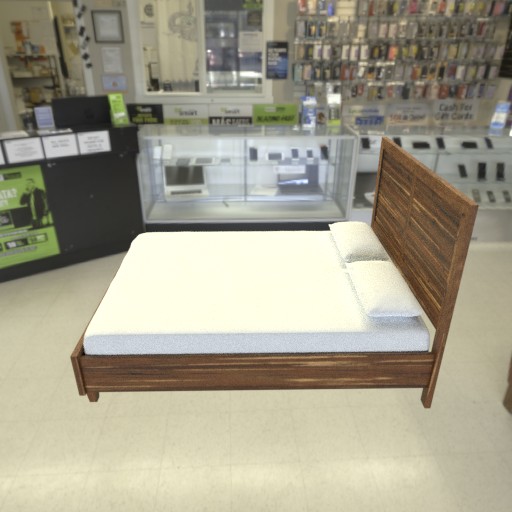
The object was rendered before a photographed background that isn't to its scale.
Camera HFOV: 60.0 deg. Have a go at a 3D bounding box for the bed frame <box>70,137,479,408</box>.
[{"bbox_3d":[0.000,0.000,3.342,2.276,1.417,1.696,0,27,-1],"label":"bed frame"}]
